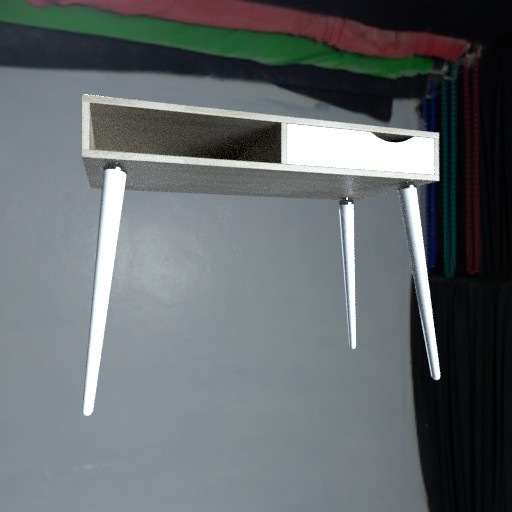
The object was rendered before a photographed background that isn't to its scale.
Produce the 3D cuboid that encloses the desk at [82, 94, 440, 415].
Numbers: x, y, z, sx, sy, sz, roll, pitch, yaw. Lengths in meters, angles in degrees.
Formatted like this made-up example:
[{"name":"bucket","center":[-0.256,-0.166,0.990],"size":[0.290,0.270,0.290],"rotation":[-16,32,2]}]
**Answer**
[{"name":"desk","center":[0.000,0.000,1.371],"size":[0.979,0.723,0.491],"rotation":[0,0,-18]}]
